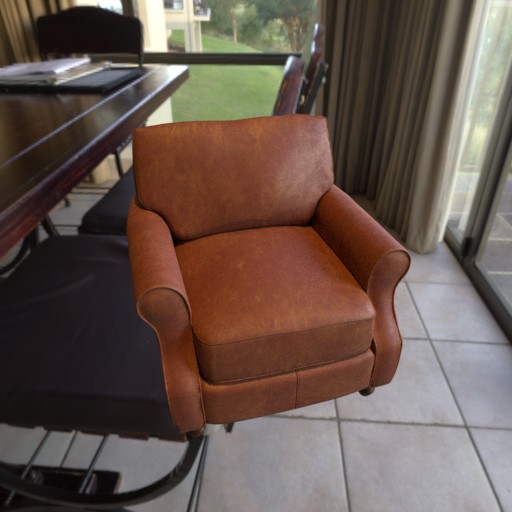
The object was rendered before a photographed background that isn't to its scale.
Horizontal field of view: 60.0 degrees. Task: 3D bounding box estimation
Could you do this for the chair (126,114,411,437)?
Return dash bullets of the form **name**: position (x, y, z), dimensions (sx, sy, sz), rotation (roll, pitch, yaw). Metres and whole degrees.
- **chair**: position (0.000, 0.000, 1.799), dimensions (0.983, 0.962, 0.986), rotation (-8, 32, -13)
